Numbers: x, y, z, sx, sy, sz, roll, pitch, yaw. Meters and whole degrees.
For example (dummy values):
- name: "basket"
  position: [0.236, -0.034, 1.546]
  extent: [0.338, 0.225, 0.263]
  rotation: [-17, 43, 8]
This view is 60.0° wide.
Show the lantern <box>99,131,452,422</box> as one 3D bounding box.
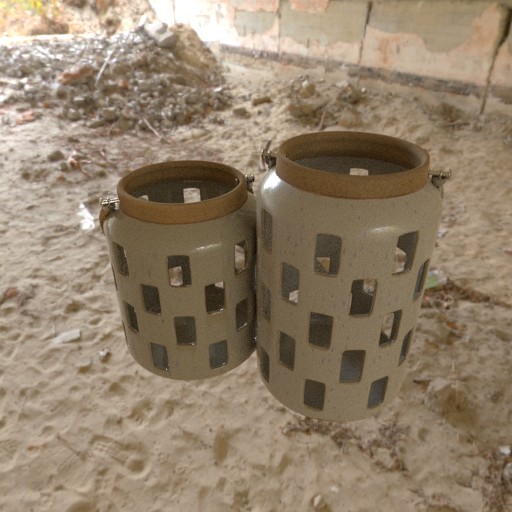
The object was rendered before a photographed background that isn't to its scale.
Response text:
- name: "lantern"
  position: [0.000, 0.000, 0.477]
  extent: [0.347, 0.255, 0.184]
  rotation: [10, 32, 17]
